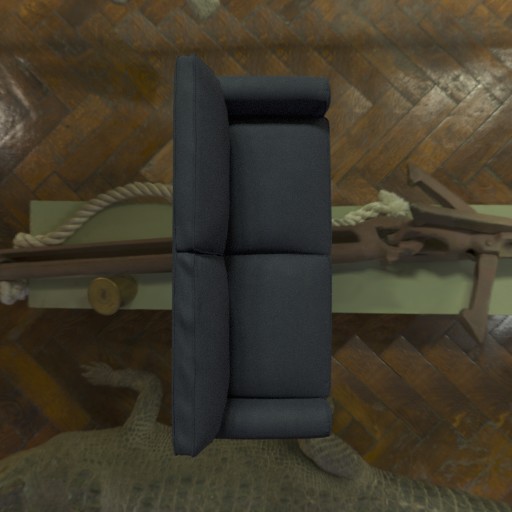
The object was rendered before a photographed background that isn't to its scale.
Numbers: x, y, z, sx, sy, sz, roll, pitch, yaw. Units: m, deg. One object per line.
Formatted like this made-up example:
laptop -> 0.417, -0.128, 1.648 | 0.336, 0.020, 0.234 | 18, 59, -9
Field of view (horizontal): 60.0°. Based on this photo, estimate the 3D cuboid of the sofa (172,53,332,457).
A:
sofa -> 0.000, 0.000, 2.832 | 0.983, 1.094, 2.256 | 0, 88, 1
